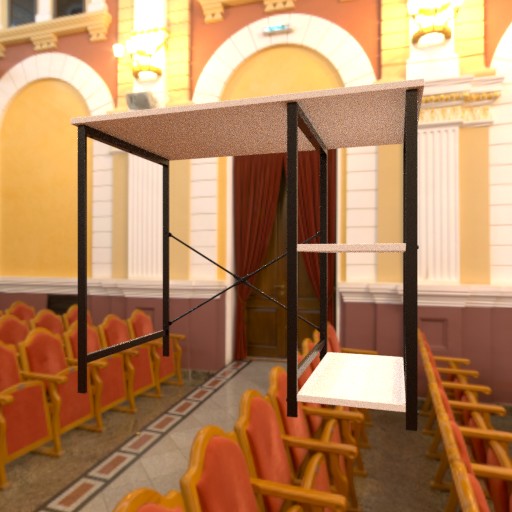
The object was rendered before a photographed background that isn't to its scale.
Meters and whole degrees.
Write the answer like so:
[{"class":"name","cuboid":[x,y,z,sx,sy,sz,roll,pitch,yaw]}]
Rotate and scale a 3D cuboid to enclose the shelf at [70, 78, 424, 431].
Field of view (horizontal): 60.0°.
[{"class":"shelf","cuboid":[0.000,0.000,1.307,0.902,0.750,0.498,0,0,18]}]
